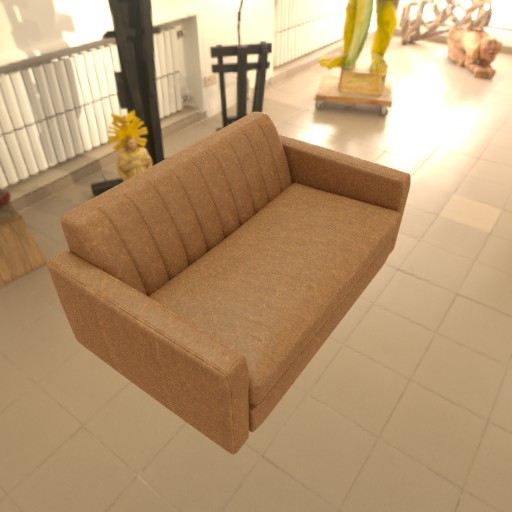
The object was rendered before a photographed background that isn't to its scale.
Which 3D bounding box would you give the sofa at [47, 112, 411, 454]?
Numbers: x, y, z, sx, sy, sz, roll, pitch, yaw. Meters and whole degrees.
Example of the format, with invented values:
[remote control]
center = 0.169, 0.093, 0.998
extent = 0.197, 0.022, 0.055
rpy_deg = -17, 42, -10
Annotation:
[sofa]
center = 0.000, 0.000, 2.150
extent = 0.960, 0.820, 1.549
rpy_deg = 25, 46, 27
